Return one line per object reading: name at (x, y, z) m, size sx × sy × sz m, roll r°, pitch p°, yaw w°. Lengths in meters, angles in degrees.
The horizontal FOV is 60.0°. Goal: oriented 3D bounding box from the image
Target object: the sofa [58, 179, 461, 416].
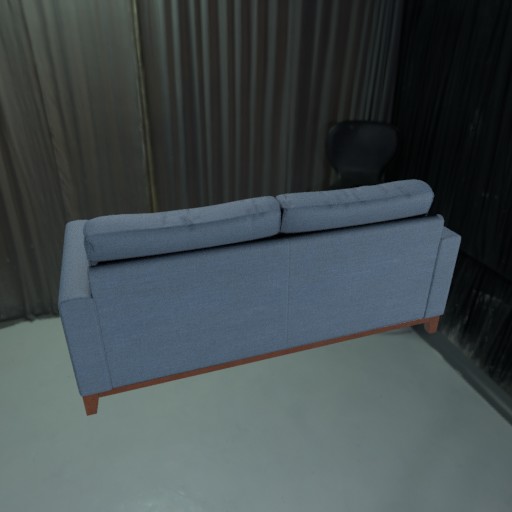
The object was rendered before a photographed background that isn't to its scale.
sofa at (0.000, 0.000, 2.397) m, size 1.900 × 0.865 × 0.877 m, roll -9°, pitch 29°, yaw -17°
